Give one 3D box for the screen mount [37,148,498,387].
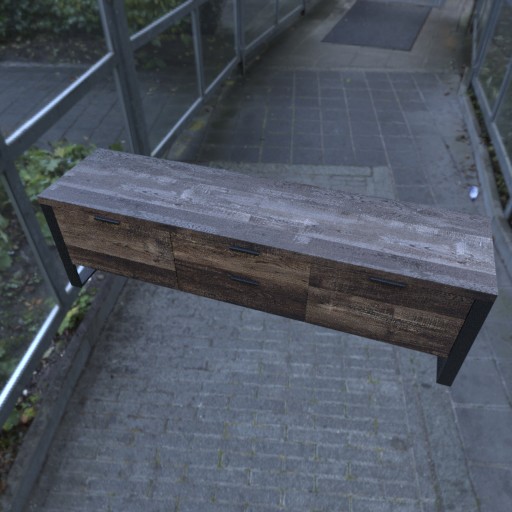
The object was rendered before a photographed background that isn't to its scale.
[{"bbox_3d":[0.000,0.000,1.677,1.524,0.450,0.395,13,43,14],"label":"screen mount"}]
